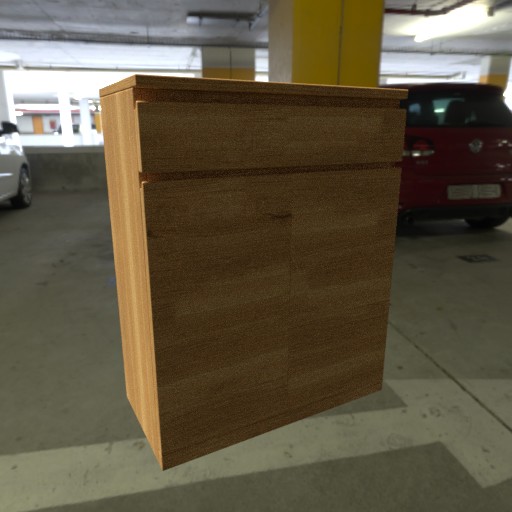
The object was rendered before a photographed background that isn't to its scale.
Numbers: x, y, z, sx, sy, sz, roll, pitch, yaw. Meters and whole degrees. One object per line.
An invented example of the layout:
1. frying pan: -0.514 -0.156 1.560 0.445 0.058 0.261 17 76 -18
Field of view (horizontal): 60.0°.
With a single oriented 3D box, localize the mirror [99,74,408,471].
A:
1. mirror: 0.000 0.000 1.415 0.800 1.000 0.400 -9 18 -28
